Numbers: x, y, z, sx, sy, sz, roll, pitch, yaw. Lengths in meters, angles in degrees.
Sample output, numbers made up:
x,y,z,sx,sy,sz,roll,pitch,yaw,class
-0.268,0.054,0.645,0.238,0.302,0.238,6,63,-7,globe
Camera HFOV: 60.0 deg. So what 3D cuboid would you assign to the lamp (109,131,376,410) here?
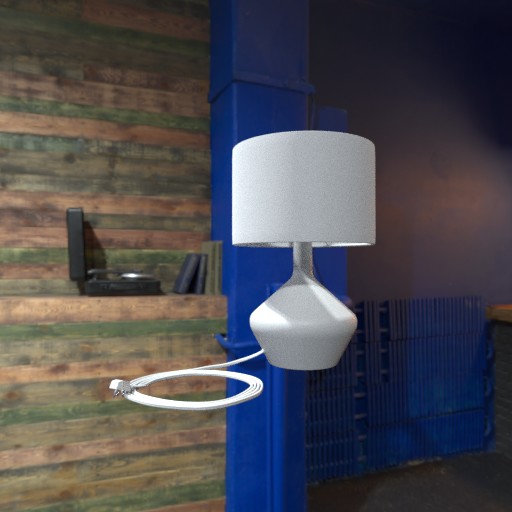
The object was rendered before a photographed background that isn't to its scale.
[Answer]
x,y,z,sx,sy,sz,roll,pitch,yaw,class
0.000,0.000,0.879,0.546,0.457,0.401,0,-1,-17,lamp
